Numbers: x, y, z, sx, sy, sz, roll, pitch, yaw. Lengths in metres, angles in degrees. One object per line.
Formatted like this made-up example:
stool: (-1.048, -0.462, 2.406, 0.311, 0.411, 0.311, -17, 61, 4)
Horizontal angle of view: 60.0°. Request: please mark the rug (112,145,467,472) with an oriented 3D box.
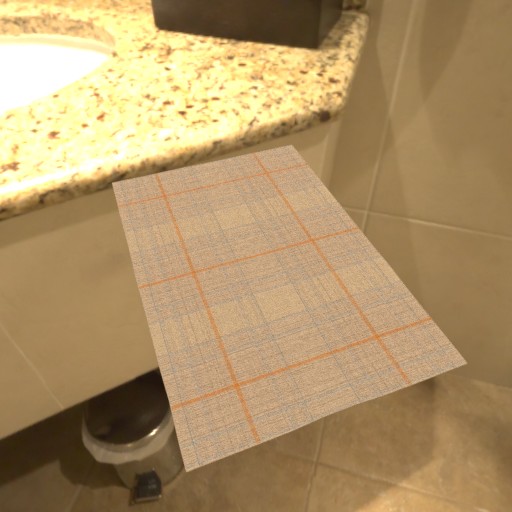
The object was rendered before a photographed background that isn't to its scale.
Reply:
rug: (0.000, 0.000, 2.319, 1.232, 0.015, 1.825, -15, 48, -14)
